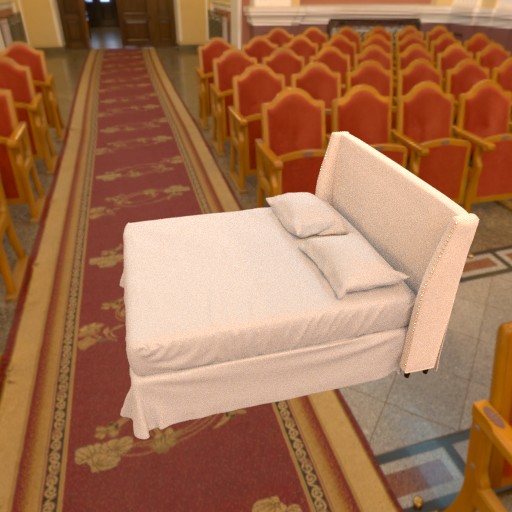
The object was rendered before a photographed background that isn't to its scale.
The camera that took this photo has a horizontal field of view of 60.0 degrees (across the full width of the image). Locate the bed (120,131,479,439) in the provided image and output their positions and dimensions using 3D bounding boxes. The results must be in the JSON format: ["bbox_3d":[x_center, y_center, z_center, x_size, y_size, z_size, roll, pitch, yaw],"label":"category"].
[{"bbox_3d":[0.000,0.000,3.495,2.276,1.332,1.925,-8,33,-13],"label":"bed"}]
